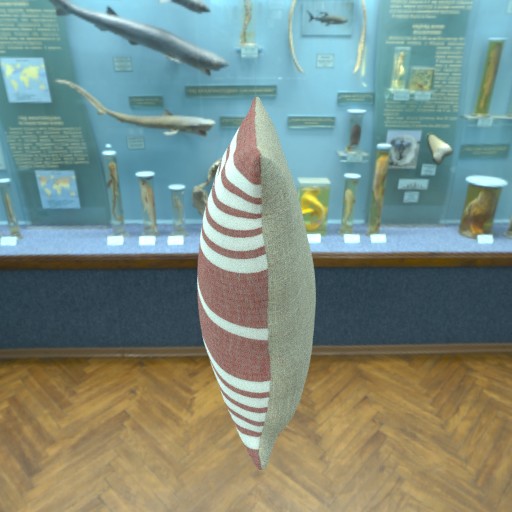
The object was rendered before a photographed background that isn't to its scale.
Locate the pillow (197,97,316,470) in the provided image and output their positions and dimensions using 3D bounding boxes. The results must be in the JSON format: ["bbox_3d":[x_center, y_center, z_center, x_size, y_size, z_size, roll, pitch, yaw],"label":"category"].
[{"bbox_3d":[0.000,0.000,0.689,0.182,0.427,0.439,0,26,0],"label":"pillow"}]
